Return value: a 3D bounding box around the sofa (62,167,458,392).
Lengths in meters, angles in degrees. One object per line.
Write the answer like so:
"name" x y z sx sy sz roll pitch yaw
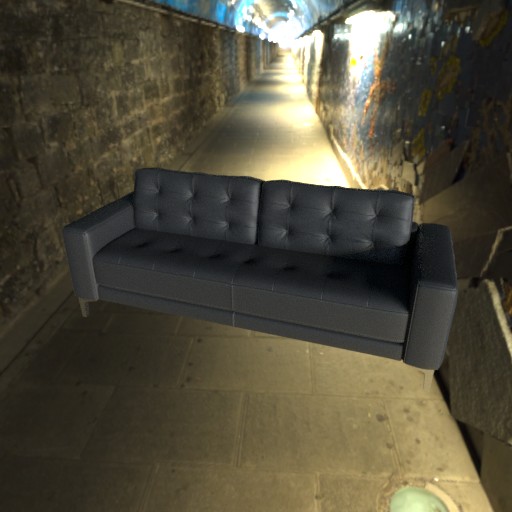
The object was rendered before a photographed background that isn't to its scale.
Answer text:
"sofa" 0.000 0.000 2.785 2.275 0.893 0.833 9 27 17
